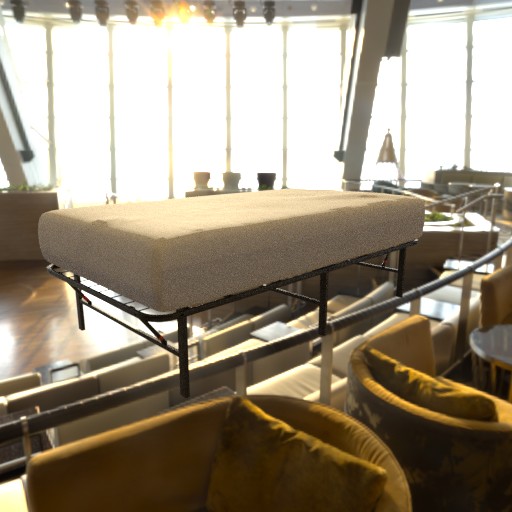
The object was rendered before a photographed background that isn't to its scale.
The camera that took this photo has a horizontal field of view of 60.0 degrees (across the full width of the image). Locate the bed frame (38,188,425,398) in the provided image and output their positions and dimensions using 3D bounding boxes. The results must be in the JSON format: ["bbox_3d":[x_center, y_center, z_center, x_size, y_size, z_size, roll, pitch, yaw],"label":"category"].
[{"bbox_3d":[0.000,0.000,2.420,1.908,0.640,1.025,-13,19,-43],"label":"bed frame"}]
